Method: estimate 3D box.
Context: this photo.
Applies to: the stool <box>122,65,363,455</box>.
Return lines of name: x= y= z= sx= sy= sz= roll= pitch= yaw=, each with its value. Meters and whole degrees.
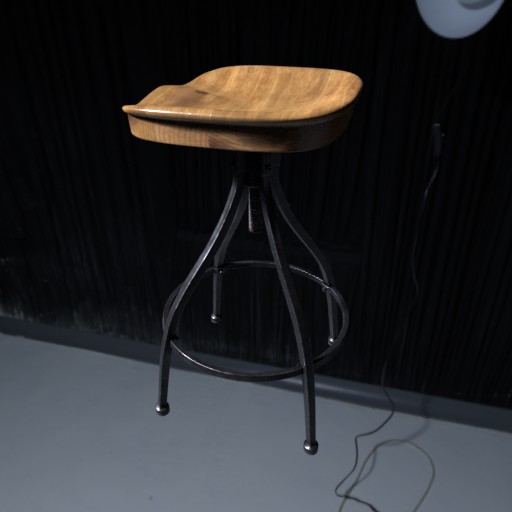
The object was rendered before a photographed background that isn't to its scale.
stool: x=0.000 y=0.000 z=0.942 sx=0.424 sy=0.694 sz=0.432 roll=9 pitch=32 yaw=14
